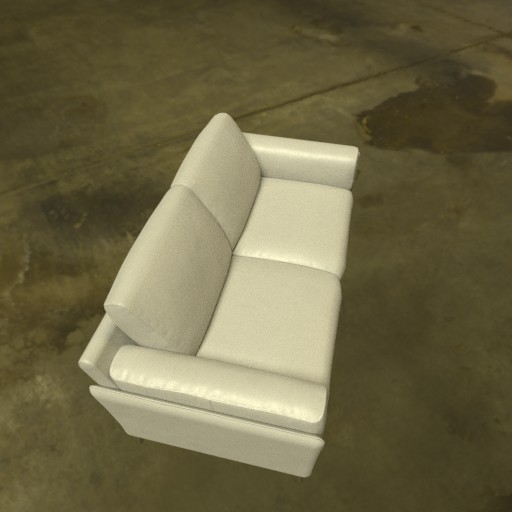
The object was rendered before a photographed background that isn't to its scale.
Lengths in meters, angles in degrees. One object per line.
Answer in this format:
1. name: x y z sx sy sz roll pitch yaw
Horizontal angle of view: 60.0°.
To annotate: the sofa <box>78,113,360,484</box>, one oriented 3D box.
1. sofa: 0.000 0.000 2.590 1.049 0.930 2.101 10 47 9
